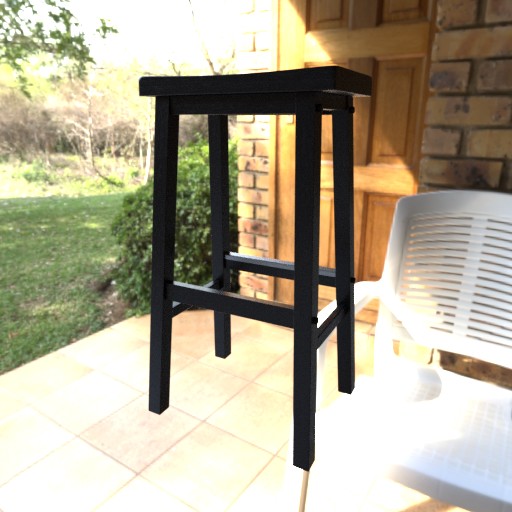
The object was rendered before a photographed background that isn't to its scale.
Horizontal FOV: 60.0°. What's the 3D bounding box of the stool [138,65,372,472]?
[{"bbox_3d":[0.000,0.000,0.985,0.406,0.742,0.322,9,19,27],"label":"stool"}]
